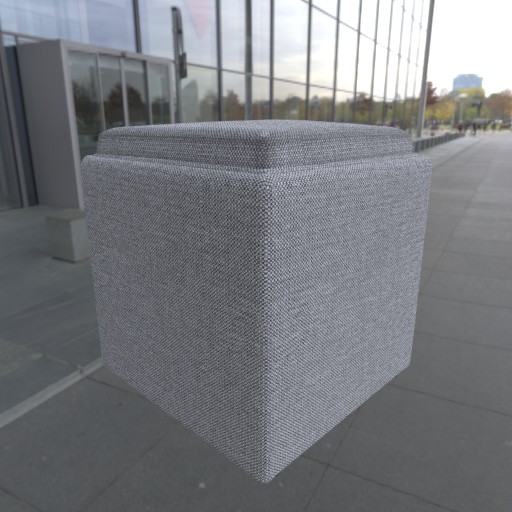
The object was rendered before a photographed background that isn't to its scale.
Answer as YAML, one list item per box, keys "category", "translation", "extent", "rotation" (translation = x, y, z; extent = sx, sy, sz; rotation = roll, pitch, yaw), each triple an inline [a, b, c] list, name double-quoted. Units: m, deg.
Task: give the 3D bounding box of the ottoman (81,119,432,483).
- category: "ottoman"
  translation: [0.000, 0.000, 0.828]
  extent: [0.454, 0.487, 0.436]
  rotation: [16, 23, 42]
